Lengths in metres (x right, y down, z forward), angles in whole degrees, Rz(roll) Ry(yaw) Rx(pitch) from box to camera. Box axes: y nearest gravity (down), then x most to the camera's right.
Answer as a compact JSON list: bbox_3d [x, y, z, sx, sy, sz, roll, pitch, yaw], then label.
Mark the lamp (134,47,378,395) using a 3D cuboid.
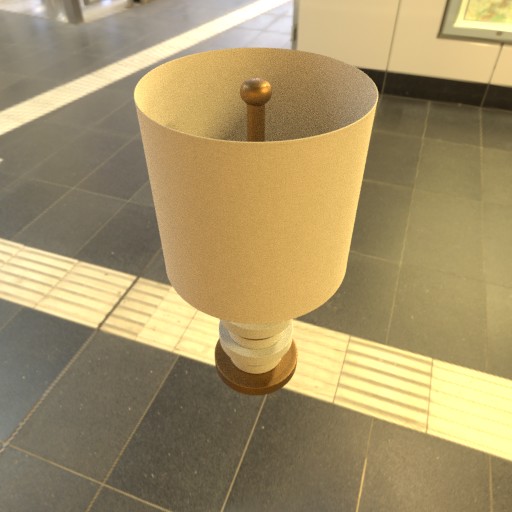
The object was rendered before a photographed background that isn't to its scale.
[{"bbox_3d":[0.000,0.000,0.521,0.210,0.410,0.210,0,42,0],"label":"lamp"}]
